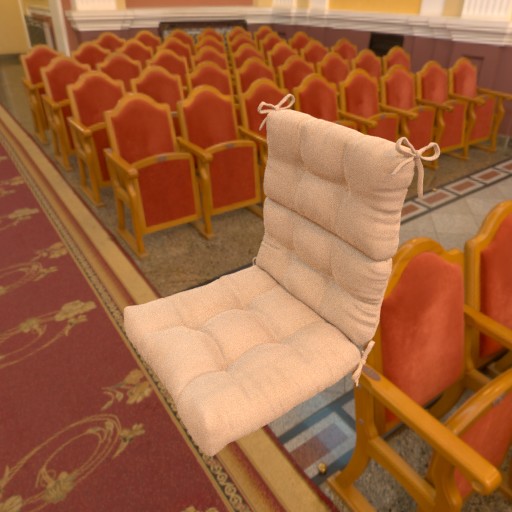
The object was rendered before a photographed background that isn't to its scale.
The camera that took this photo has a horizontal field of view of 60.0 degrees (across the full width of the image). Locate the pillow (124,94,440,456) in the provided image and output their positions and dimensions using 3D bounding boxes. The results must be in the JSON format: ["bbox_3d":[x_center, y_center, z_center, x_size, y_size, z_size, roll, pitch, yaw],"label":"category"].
[{"bbox_3d":[0.000,0.000,1.053,0.571,0.605,0.519,-19,36,-29],"label":"pillow"}]
